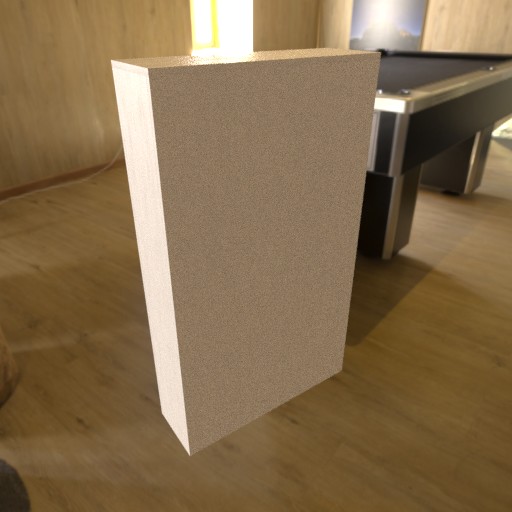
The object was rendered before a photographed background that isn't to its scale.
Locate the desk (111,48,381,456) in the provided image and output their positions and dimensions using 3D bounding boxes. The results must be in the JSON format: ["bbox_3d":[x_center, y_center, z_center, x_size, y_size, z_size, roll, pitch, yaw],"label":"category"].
[{"bbox_3d":[0.000,0.000,1.549,0.750,1.280,0.250,-19,34,-30],"label":"desk"}]
